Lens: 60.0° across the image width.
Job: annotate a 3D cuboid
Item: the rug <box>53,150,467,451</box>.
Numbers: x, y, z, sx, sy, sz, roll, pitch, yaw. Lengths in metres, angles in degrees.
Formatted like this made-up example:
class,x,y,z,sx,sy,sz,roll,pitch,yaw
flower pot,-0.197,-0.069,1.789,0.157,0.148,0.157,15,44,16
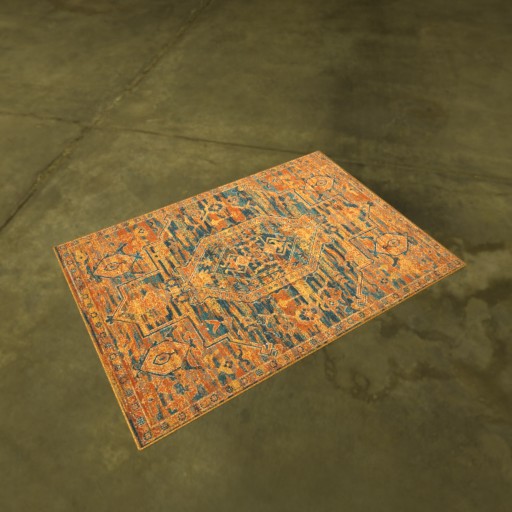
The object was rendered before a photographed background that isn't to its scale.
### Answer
class,x,y,z,sx,sy,sz,roll,pitch,yaw
rug,0.000,0.000,3.800,2.916,0.019,2.043,-24,51,-21
